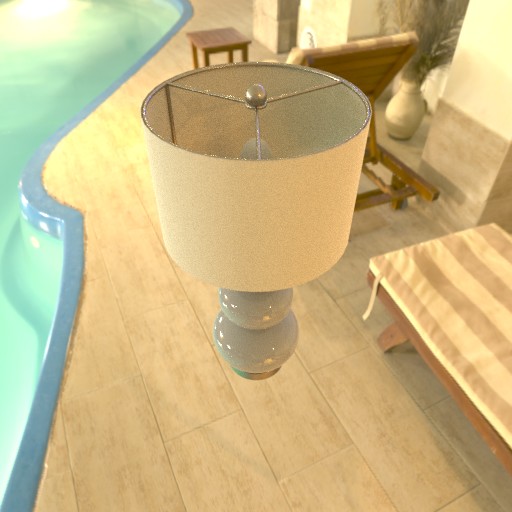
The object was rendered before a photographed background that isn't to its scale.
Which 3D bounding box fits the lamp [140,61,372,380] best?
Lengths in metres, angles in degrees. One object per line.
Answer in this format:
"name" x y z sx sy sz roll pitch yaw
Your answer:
"lamp" 0.000 0.000 0.943 0.367 0.730 0.367 -14 44 -14
